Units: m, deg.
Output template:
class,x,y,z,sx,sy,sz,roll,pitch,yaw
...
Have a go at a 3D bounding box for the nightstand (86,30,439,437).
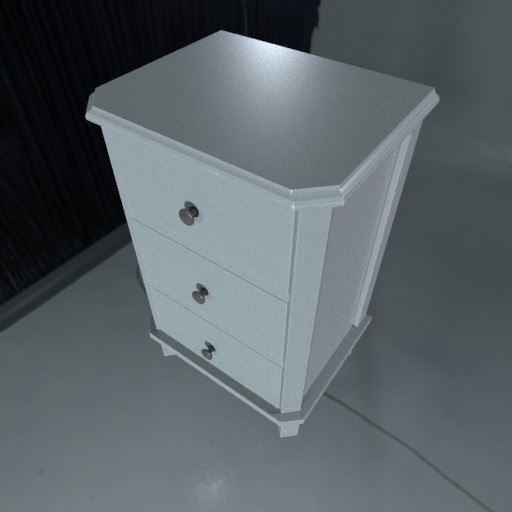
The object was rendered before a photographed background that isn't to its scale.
class,x,y,z,sx,sy,sz,roll,pitch,yaw
nightstand,0.000,0.000,0.894,0.435,0.680,0.348,27,52,24
